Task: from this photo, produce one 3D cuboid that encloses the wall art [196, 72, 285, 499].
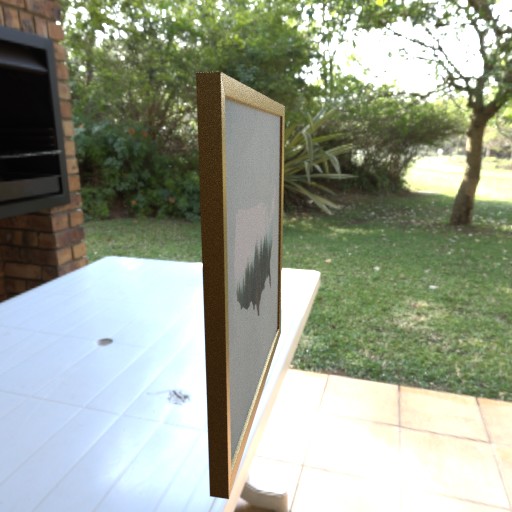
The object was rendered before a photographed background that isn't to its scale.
[{"bbox_3d":[0.000,0.000,1.115,0.038,0.762,0.762,3,15,10],"label":"wall art"}]
